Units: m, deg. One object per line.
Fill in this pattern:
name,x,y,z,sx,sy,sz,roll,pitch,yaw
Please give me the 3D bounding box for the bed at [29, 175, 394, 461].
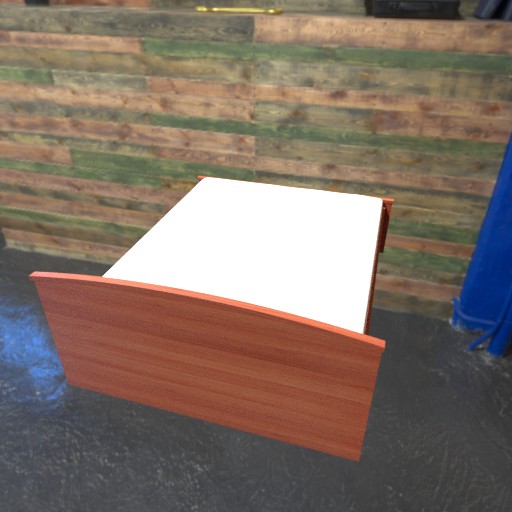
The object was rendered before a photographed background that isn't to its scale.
bed,0.000,0.000,2.967,1.683,0.848,2.053,9,34,14
